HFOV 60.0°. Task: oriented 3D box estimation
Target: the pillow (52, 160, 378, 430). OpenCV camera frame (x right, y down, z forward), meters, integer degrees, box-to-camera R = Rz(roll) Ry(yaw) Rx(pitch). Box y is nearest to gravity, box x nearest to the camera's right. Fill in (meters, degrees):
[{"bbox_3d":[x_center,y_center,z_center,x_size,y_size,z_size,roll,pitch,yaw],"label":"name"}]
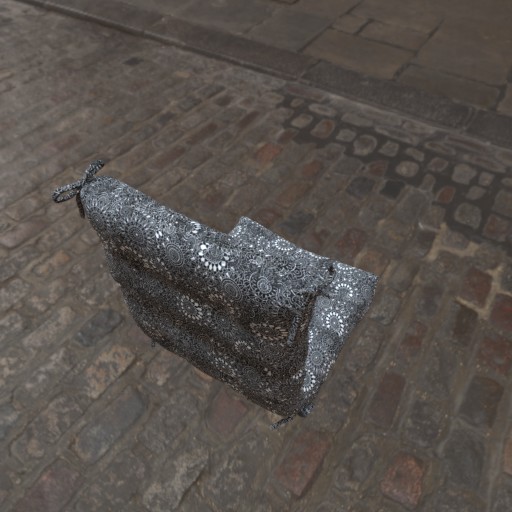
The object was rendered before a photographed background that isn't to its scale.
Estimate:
[{"bbox_3d":[0.000,0.000,1.033,0.519,0.605,0.571,25,52,22],"label":"pillow"}]
